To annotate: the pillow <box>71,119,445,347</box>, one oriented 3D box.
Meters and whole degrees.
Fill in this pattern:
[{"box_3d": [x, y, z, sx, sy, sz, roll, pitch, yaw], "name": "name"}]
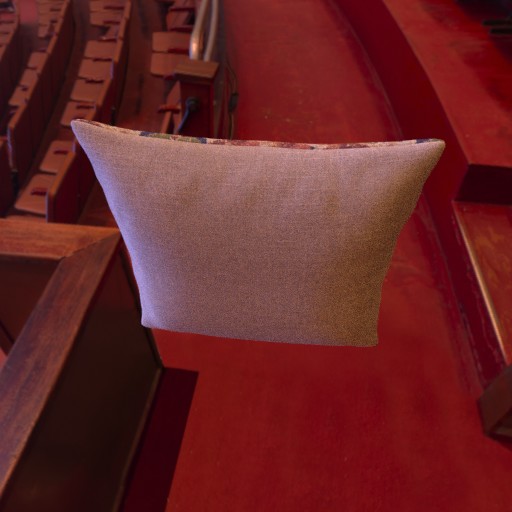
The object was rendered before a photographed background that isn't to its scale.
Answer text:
[{"box_3d": [0.000, 0.000, 0.789, 0.523, 0.506, 0.166, 4, 46, 4], "name": "pillow"}]
